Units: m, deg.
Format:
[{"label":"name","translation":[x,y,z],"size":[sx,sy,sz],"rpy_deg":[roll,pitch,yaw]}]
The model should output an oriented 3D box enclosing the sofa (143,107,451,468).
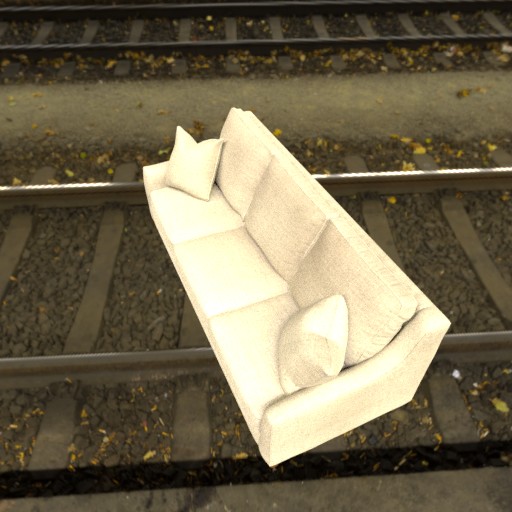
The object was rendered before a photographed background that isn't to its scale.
[{"label":"sofa","translation":[0.000,0.000,2.589],"size":[0.865,0.914,2.031],"rpy_deg":[-18,48,-17]}]
